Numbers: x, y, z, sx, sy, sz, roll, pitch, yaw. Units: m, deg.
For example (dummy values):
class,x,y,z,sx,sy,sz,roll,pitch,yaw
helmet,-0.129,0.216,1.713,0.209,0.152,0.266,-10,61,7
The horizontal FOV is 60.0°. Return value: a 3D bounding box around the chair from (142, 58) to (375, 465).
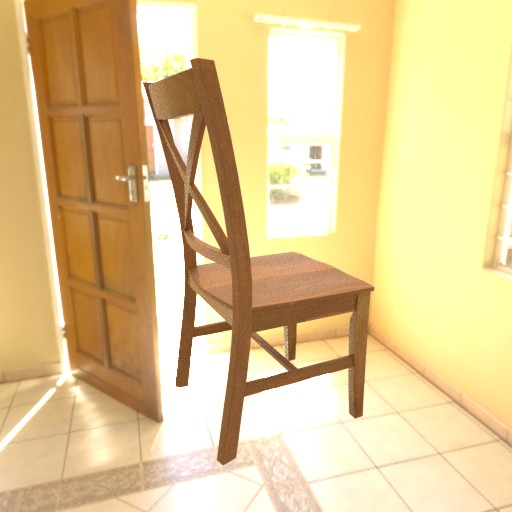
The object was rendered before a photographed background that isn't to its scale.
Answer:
class,x,y,z,sx,sy,sz,roll,pitch,yaw
chair,0.000,0.000,1.313,0.542,0.983,0.485,-7,17,-25
